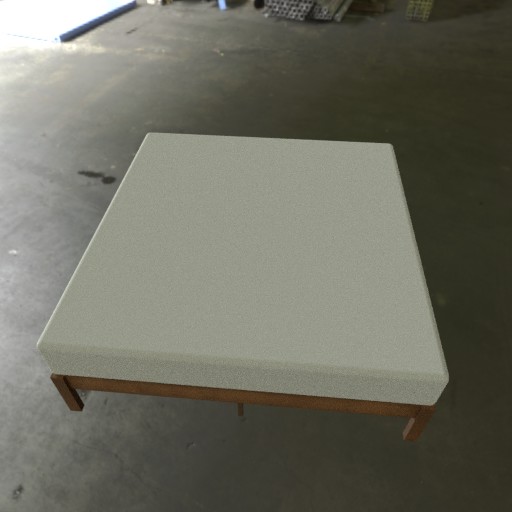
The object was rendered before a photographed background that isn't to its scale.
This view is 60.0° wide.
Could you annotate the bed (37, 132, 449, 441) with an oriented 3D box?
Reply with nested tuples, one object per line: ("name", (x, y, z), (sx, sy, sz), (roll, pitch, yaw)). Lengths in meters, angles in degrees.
("bed", (0.000, 0.000, 2.956), (1.930, 0.616, 2.049), (4, 45, 4))
